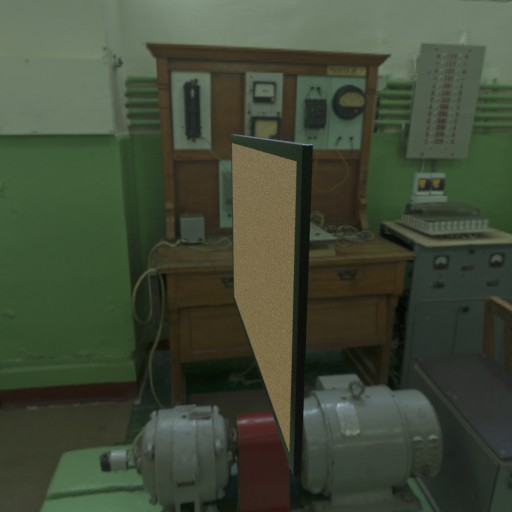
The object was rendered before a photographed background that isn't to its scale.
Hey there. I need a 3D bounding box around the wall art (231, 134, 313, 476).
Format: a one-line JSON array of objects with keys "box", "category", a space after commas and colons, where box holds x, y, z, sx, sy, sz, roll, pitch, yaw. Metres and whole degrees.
[{"box": [0.000, 0.000, 1.070, 0.015, 0.552, 0.819, -3, 17, -10], "category": "wall art"}]
